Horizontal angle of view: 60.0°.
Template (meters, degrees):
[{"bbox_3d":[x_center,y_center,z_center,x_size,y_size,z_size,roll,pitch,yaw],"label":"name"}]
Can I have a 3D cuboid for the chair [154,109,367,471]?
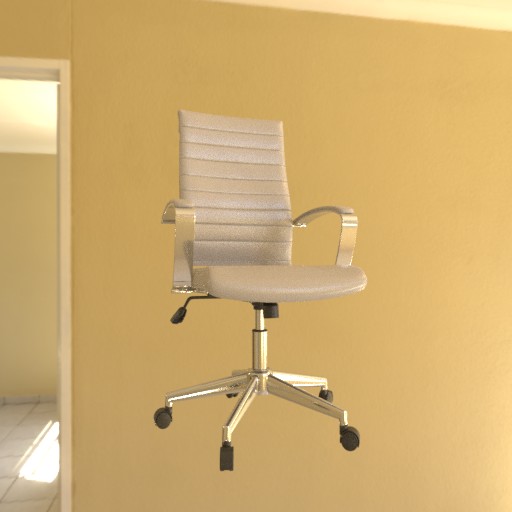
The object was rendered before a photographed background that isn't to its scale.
[{"bbox_3d":[0.000,0.000,1.535,0.679,1.149,0.667,0,0,-19],"label":"chair"}]
